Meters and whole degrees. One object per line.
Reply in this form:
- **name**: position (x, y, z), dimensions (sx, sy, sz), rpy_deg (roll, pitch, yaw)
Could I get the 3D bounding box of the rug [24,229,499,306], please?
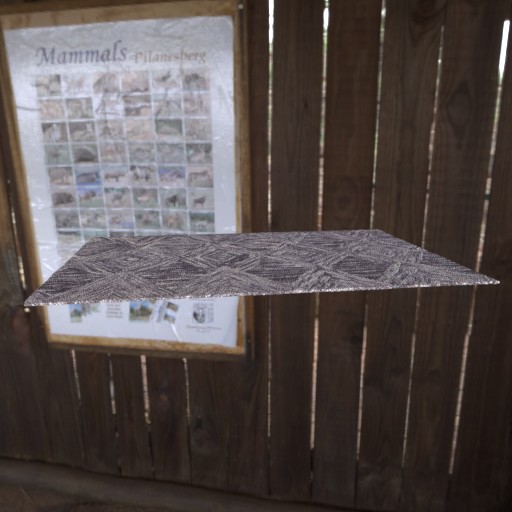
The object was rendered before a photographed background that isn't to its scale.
- **rug**: position (0.000, 0.000, 2.220), dimensions (1.814, 0.012, 1.186), rpy_deg (-2, 14, -8)
